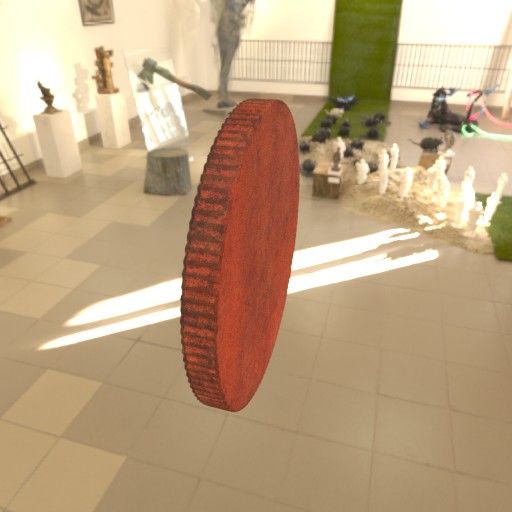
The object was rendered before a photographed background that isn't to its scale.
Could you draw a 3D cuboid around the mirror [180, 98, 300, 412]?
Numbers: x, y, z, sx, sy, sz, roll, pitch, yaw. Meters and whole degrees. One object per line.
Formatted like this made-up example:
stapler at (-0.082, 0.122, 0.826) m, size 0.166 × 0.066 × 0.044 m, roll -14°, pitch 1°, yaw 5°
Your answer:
mirror at (0.000, 0.000, 0.910) m, size 0.056 × 0.609 × 0.609 m, roll 8°, pitch 31°, yaw 14°
